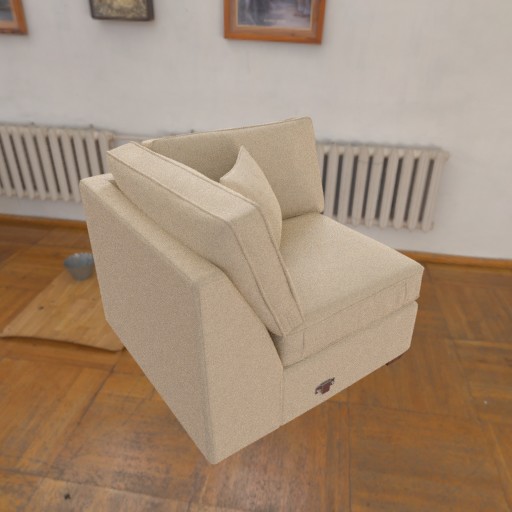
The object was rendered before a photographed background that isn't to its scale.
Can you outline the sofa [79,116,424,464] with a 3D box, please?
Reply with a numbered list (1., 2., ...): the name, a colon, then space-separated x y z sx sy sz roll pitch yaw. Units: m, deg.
1. sofa: 0.000 0.000 1.988 1.146 1.002 1.084 -19 34 -31
